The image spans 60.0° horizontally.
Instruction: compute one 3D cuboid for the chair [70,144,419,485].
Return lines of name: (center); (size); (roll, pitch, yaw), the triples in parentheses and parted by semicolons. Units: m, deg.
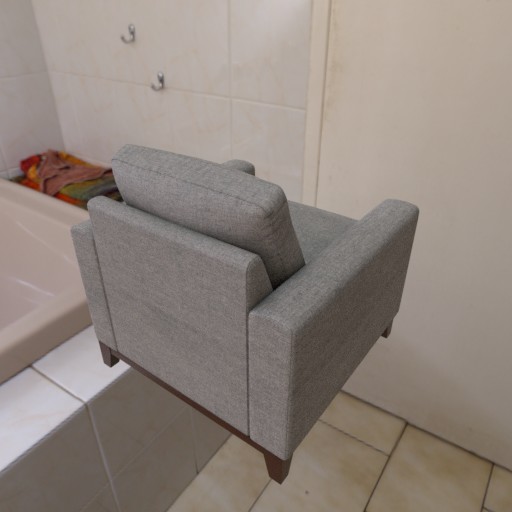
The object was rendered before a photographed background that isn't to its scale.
chair: (0.000, 0.000, 1.888); (1.024, 1.010, 1.038); (21, 37, 31)
